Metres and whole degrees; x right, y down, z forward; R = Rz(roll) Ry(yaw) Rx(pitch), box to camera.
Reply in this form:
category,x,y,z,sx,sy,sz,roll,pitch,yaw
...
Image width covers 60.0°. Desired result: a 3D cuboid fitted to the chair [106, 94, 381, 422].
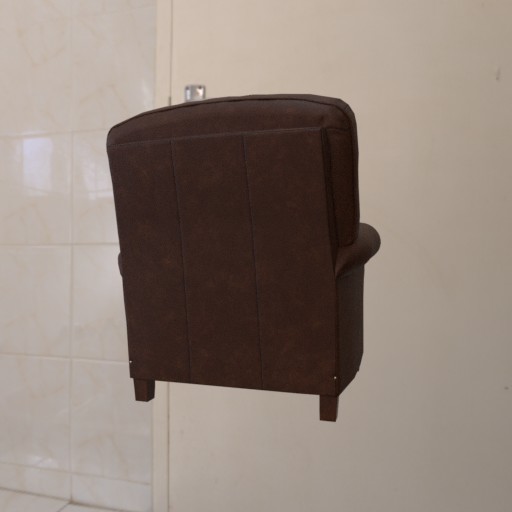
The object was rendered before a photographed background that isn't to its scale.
category,x,y,z,sx,sy,sz,roll,pitch,yaw
chair,0.000,0.000,1.748,0.936,1.018,0.986,0,0,17
